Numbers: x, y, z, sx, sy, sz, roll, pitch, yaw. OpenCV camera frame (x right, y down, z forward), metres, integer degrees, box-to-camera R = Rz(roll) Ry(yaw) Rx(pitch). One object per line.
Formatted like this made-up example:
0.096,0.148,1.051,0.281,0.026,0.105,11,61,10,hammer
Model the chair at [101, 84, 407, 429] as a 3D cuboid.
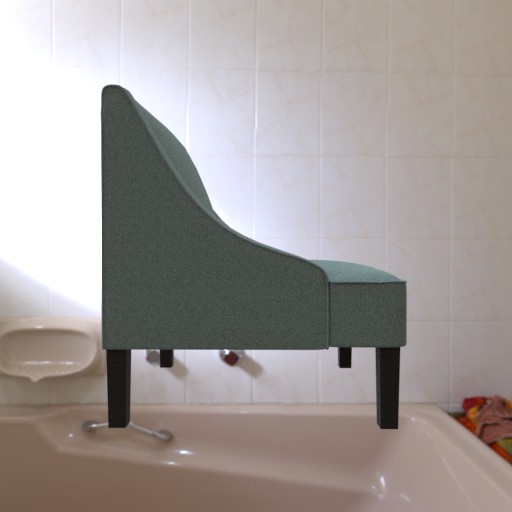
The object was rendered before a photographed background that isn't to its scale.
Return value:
0.000,0.000,1.865,1.025,1.133,0.857,0,1,1,chair
